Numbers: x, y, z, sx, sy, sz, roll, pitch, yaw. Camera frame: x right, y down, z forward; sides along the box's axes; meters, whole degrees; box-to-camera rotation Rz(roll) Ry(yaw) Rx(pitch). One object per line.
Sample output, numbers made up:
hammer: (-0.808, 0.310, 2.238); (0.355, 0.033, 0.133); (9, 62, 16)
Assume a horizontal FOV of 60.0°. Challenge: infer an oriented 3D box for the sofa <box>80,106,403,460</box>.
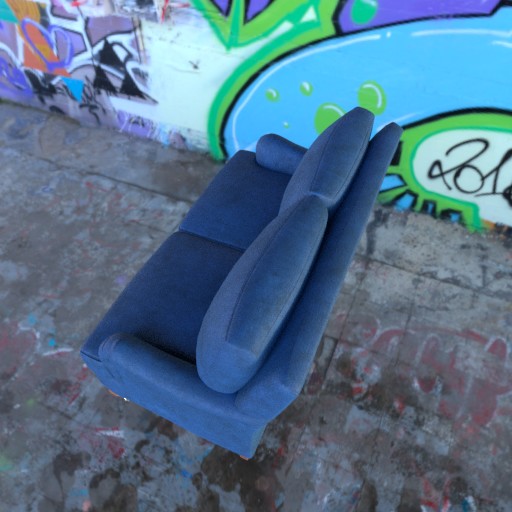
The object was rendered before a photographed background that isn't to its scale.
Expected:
sofa: (0.000, 0.000, 2.475); (1.084, 1.101, 1.853); (18, 50, 16)
